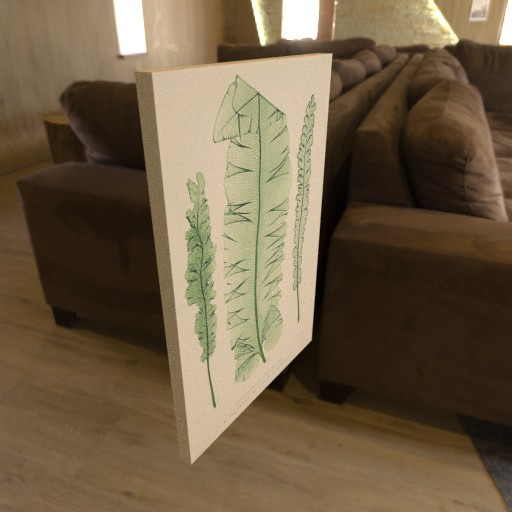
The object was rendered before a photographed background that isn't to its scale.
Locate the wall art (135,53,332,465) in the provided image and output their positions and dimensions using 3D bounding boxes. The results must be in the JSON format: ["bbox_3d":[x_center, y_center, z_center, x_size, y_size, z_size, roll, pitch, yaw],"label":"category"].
[{"bbox_3d":[0.000,0.000,1.130,0.038,0.914,0.610,19,33,31],"label":"wall art"}]
